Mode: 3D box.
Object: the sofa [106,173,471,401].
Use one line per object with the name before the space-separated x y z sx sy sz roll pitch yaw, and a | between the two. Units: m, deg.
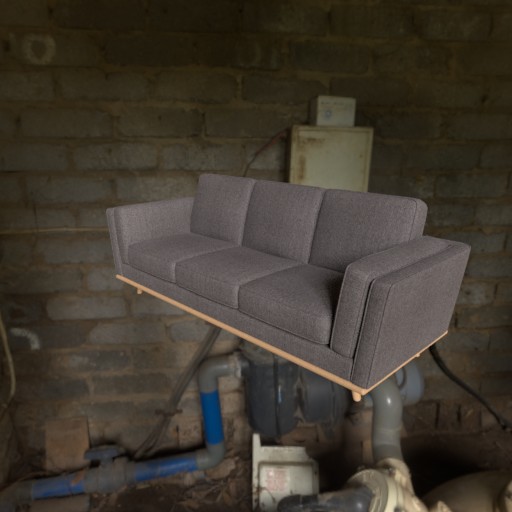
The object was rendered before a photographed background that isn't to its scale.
sofa | 0.000 0.000 2.873 0.903 0.899 2.362 -15 22 -42
